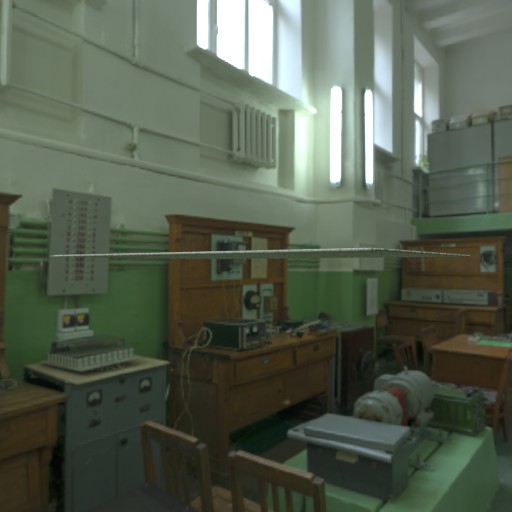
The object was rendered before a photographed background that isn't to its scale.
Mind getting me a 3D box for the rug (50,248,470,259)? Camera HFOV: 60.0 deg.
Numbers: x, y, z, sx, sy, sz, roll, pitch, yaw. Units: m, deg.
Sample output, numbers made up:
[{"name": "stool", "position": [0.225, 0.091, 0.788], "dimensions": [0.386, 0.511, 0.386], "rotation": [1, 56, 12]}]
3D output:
[{"name": "rug", "position": [0.000, 0.000, 2.839], "dimensions": [2.233, 0.011, 1.514], "rotation": [-1, -1, 36]}]
